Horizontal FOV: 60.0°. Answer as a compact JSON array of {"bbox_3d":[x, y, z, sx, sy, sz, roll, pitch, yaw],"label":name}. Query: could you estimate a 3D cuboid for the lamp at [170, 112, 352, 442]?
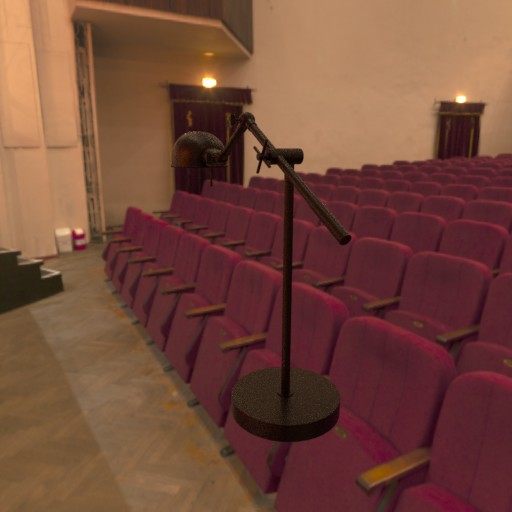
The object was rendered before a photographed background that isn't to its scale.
[{"bbox_3d":[0.000,0.000,0.804,0.185,0.495,0.567,-7,15,-27],"label":"lamp"}]
